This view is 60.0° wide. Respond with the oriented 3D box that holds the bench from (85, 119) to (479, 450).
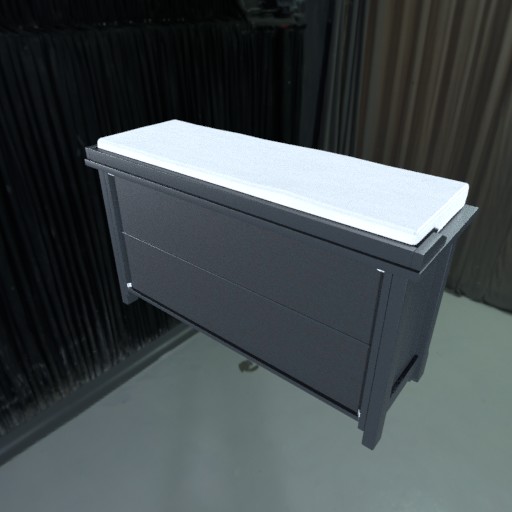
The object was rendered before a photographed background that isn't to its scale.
[{"bbox_3d":[0.000,0.000,1.224,0.973,0.561,0.345,22,37,33],"label":"bench"}]
